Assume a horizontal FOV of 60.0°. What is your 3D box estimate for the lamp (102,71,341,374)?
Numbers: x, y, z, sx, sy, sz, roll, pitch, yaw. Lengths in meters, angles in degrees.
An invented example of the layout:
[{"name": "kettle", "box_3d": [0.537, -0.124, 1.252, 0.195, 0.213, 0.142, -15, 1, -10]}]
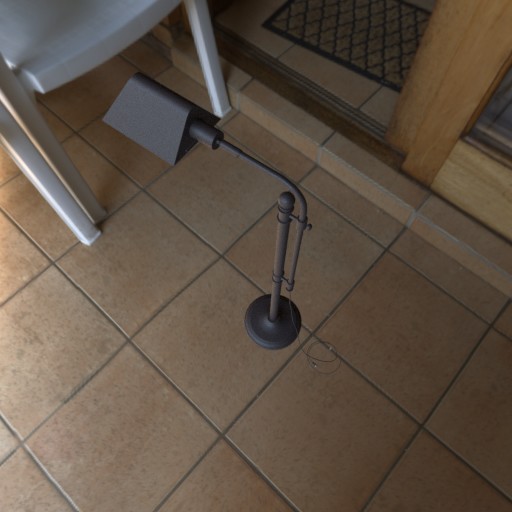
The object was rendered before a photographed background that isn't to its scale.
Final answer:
[{"name": "lamp", "box_3d": [0.000, 0.000, 0.935, 0.545, 0.708, 0.159, 34, 69, 15]}]
